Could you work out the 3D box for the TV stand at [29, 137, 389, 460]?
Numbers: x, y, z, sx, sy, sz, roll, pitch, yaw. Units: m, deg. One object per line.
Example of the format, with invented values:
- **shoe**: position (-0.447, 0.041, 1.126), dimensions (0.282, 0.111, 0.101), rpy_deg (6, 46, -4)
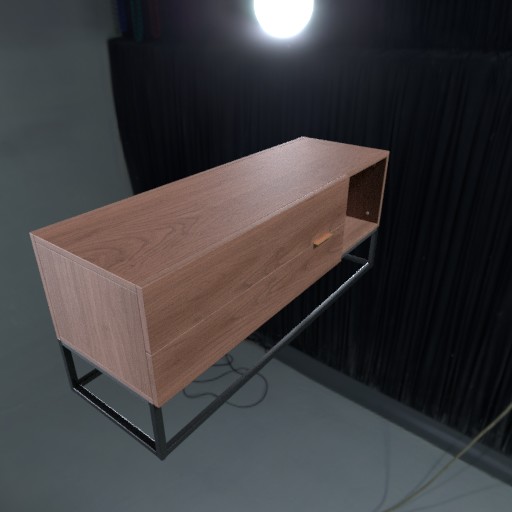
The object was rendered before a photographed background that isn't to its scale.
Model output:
- **TV stand**: position (0.000, 0.000, 1.460), dimensions (0.415, 0.500, 1.200), rpy_deg (20, 34, 32)
